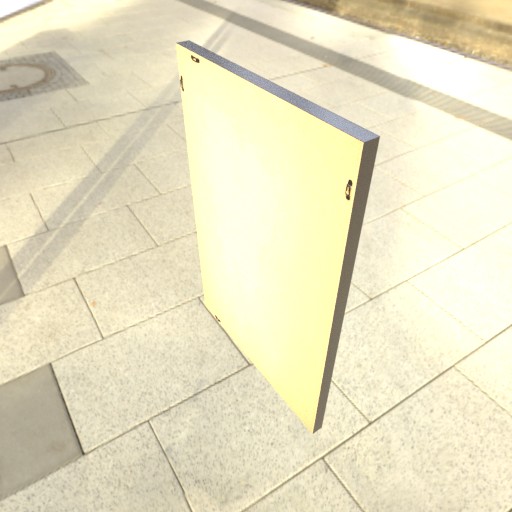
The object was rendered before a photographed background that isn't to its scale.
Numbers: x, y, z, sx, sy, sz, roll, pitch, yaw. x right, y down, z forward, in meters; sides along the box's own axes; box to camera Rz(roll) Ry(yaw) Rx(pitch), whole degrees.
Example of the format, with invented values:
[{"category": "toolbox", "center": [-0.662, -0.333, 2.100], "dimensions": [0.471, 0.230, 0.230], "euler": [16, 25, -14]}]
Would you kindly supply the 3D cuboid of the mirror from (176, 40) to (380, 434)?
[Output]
[{"category": "mirror", "center": [0.000, 0.000, 1.166], "dimensions": [0.041, 0.915, 0.609], "euler": [-25, 47, -26]}]
